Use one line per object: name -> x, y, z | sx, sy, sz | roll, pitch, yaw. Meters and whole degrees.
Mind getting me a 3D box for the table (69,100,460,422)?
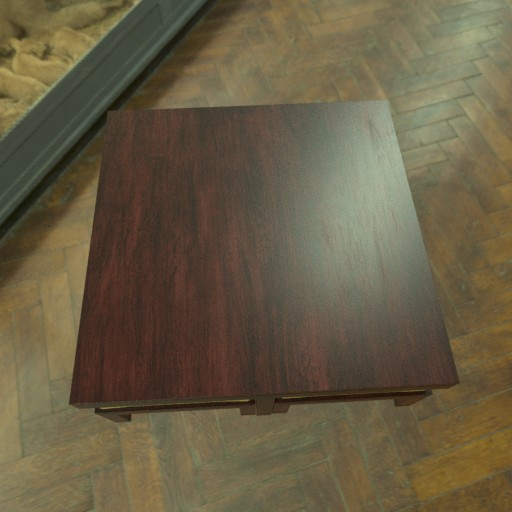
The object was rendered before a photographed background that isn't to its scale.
table -> 0.000, 0.000, 1.333 | 0.865, 0.356, 0.865 | -3, 63, -1
